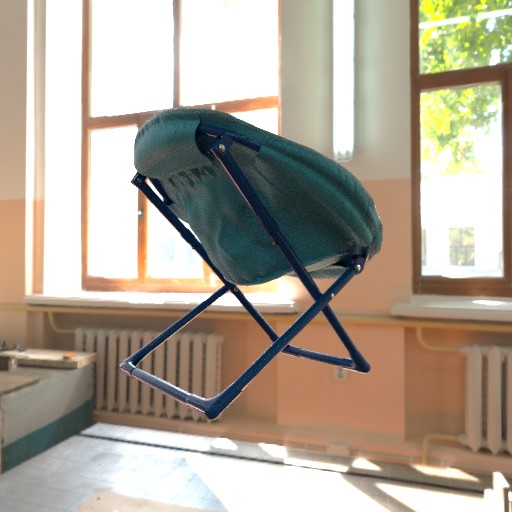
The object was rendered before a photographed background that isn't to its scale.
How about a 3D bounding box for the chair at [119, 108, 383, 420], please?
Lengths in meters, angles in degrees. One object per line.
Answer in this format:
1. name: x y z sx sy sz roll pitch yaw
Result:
1. chair: 0.000 0.000 0.899 0.465 0.478 0.520 1 -1 -37
